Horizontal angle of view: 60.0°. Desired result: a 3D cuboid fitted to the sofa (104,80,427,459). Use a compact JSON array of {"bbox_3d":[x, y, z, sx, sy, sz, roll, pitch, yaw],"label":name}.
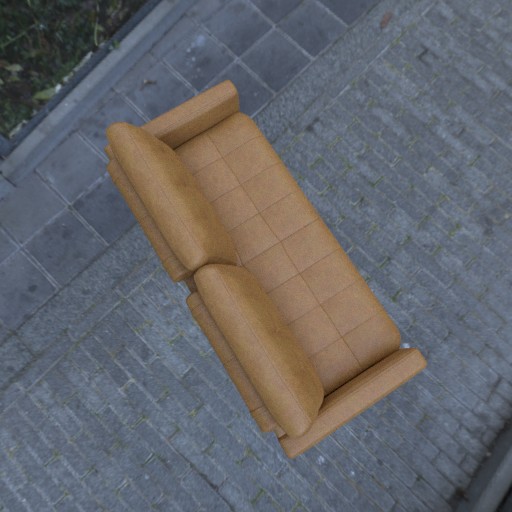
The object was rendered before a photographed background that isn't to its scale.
[{"bbox_3d":[0.000,0.000,2.308,0.850,0.898,1.821,-31,79,-7],"label":"sofa"}]
